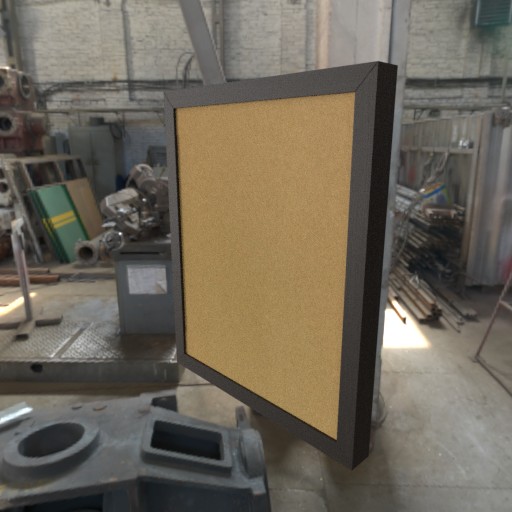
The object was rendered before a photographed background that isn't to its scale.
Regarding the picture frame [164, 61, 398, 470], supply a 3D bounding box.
[{"bbox_3d":[0.000,0.000,0.751,0.044,0.555,0.452,-13,20,-42],"label":"picture frame"}]
